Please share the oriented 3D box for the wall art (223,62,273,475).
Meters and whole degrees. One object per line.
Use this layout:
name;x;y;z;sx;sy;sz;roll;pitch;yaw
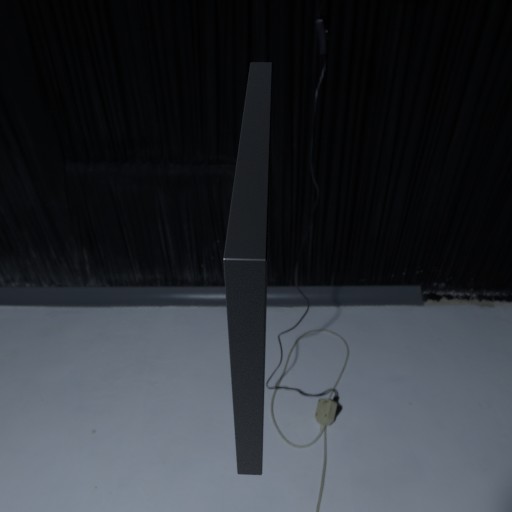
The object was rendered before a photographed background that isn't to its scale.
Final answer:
wall art;0.000;0.000;0.538;0.028;0.330;0.380;1;42;2
